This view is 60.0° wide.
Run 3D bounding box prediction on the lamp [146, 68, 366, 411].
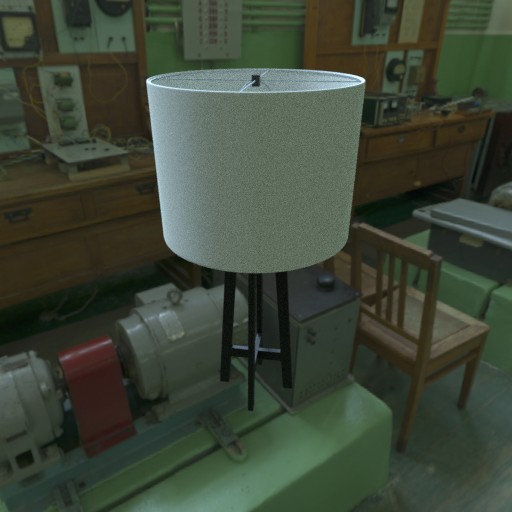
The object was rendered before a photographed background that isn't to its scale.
[{"bbox_3d":[0.000,0.000,0.644,0.257,0.489,0.257,-19,33,-32],"label":"lamp"}]
